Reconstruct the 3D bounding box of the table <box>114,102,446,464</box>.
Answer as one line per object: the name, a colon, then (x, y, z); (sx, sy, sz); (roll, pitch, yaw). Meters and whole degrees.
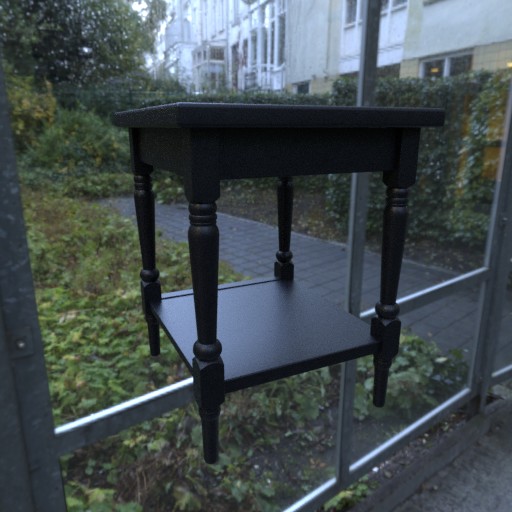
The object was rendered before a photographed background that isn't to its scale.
table: (0.000, 0.000, 0.907); (0.442, 0.565, 0.488); (-8, 18, -24)
